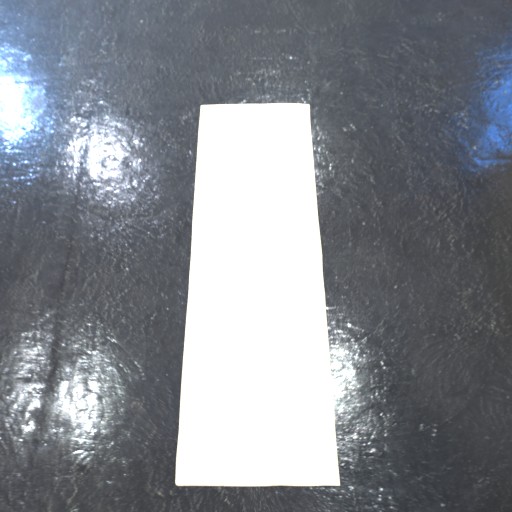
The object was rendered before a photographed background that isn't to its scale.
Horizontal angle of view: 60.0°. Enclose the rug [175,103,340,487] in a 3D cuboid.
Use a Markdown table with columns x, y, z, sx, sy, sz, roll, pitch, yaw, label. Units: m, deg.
| x | y | z | sx | sy | sz | roll | pitch | yaw | label |
| --- | --- | --- | --- | --- | --- | --- | --- | --- | --- |
| 0.000 | 0.000 | 2.652 | 0.793 | 0.014 | 2.450 | 0 | 64 | 0 | rug |
